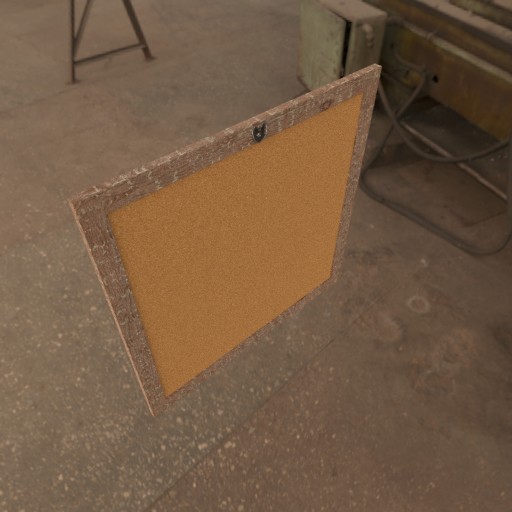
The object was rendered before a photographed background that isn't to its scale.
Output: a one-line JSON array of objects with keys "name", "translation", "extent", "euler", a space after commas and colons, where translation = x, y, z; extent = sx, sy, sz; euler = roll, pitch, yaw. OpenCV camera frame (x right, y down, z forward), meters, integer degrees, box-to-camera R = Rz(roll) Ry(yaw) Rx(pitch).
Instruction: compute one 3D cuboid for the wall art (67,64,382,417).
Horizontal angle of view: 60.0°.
[{"name": "wall art", "translation": [0.000, 0.000, 0.572], "extent": [0.384, 0.384, 0.012], "euler": [-32, 54, -27]}]
